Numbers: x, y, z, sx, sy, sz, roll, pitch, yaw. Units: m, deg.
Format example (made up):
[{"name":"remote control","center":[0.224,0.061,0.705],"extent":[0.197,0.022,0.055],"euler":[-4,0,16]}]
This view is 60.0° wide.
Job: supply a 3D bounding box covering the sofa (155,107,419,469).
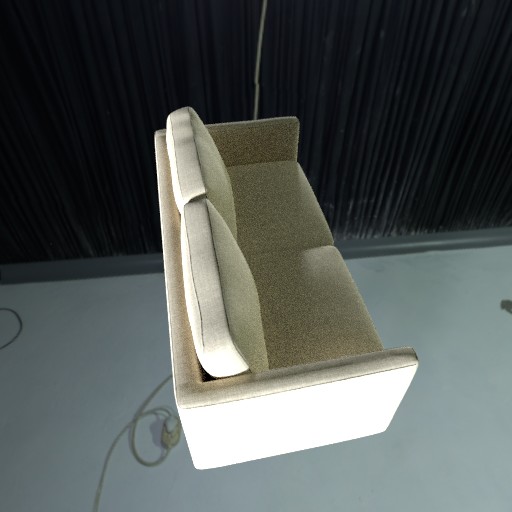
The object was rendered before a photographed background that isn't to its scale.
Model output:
[{"name":"sofa","center":[0.000,0.000,2.418],"extent":[0.950,0.963,1.884],"euler":[-8,47,-8]}]
